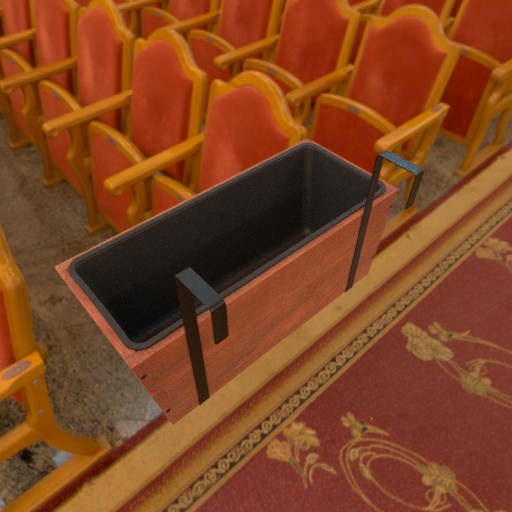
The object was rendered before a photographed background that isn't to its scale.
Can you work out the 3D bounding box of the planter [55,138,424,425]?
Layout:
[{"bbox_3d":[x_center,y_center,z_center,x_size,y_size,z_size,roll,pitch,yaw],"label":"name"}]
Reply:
[{"bbox_3d":[0.000,0.000,0.656,0.480,0.289,0.262,-32,54,-27],"label":"planter"}]
